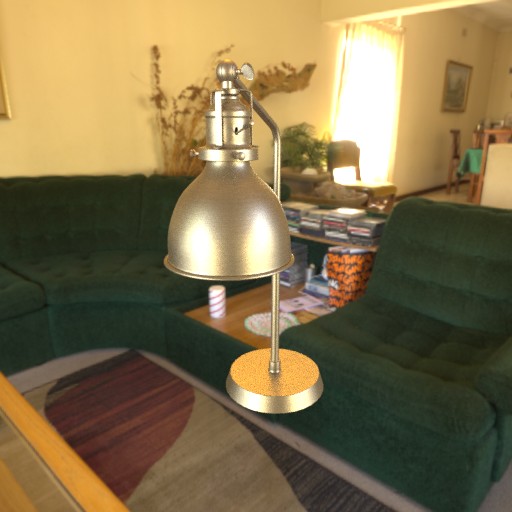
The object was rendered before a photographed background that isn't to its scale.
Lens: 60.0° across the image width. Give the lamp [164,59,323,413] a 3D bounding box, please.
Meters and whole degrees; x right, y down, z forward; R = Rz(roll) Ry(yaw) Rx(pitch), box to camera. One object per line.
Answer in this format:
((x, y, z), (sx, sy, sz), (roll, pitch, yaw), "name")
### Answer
((0.000, 0.000, 0.577), (0.153, 0.456, 0.286), (8, 19, 25), "lamp")
